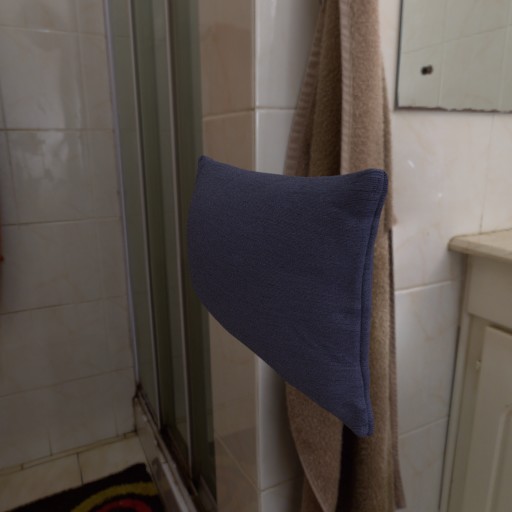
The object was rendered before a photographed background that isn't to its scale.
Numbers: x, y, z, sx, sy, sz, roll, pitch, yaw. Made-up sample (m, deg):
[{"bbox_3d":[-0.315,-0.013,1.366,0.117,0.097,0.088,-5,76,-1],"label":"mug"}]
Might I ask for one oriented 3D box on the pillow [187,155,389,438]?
[{"bbox_3d":[0.000,0.000,0.794,0.210,0.338,0.633,-7,16,-24],"label":"pillow"}]
